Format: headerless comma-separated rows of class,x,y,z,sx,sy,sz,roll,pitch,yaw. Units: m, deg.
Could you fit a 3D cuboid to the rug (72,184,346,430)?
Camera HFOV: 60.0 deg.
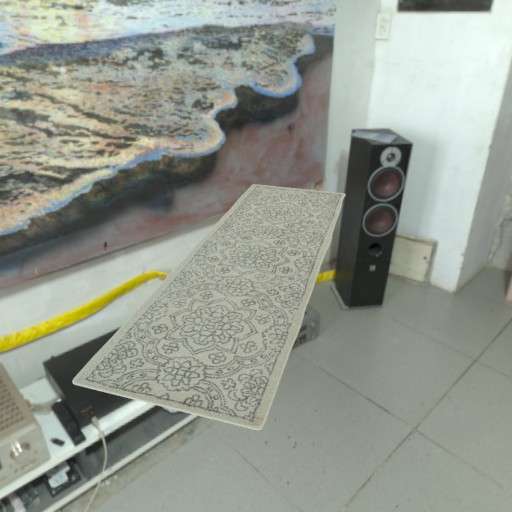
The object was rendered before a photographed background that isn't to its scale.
rug,0.000,0.000,2.670,0.806,0.006,2.431,8,30,15
